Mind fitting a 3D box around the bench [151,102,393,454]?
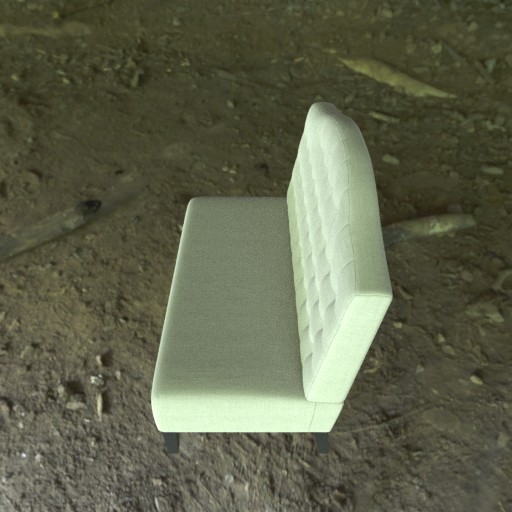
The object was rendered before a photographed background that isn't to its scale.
[{"bbox_3d":[0.000,0.000,2.038,0.815,1.180,1.335,0,42,0],"label":"bench"}]
